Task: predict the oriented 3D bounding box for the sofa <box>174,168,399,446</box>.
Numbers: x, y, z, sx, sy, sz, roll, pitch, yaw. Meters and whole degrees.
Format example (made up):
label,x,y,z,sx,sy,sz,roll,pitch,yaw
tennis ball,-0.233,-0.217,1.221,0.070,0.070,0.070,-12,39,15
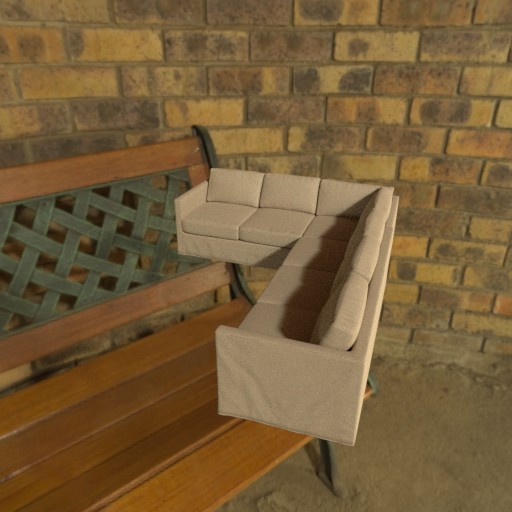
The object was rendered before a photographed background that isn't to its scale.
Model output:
label,x,y,z,sx,sy,sz,roll,pitch,yaw
sofa,0.000,0.000,4.283,2.432,0.871,3.182,9,27,18
